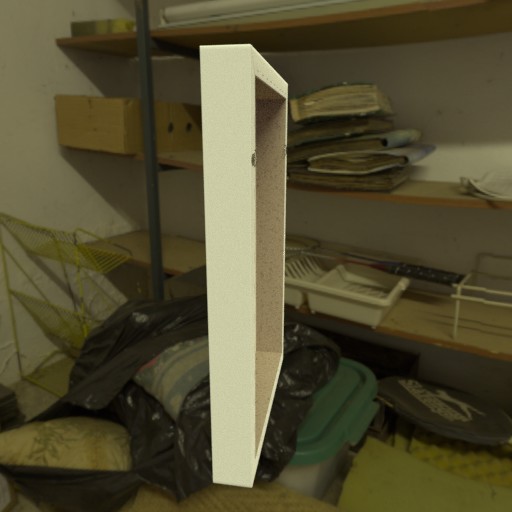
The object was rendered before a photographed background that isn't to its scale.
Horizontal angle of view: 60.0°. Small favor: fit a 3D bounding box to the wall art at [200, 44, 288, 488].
[{"bbox_3d":[0.000,0.000,0.488,0.039,0.381,0.252,3,15,10],"label":"wall art"}]
